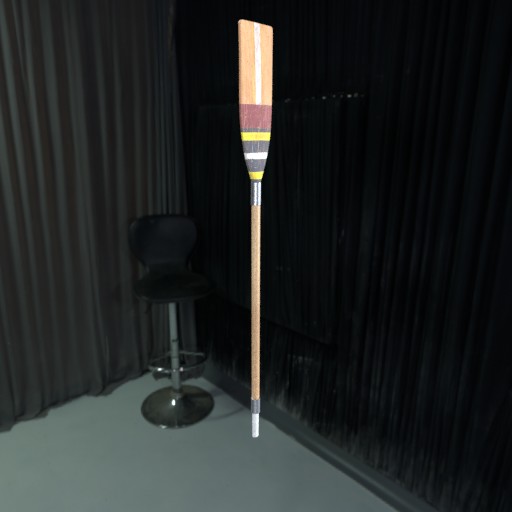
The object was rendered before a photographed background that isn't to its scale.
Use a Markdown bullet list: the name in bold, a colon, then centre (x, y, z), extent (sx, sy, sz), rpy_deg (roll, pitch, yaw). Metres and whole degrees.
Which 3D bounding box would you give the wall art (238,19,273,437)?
- **wall art**: centre (0.000, 0.000, 1.637), extent (0.146, 1.556, 0.038), rpy_deg (-15, 22, -42)
